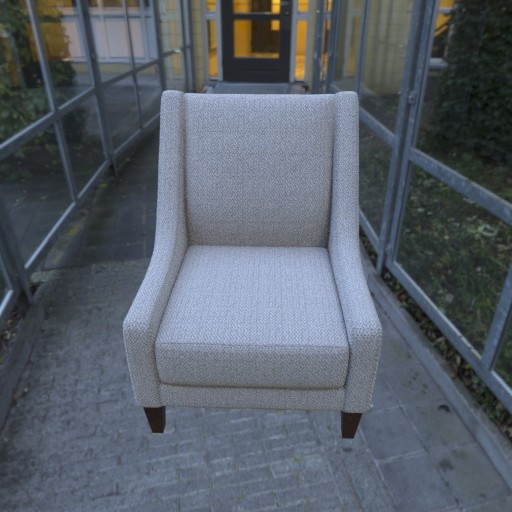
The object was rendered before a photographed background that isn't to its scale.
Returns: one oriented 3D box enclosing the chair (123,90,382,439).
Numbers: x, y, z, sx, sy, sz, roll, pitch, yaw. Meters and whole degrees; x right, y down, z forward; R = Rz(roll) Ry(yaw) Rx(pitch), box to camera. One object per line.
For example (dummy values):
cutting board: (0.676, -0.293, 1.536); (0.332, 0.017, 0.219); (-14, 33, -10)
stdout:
chair: (0.000, 0.000, 1.614); (0.774, 1.014, 0.870); (1, 30, 2)
